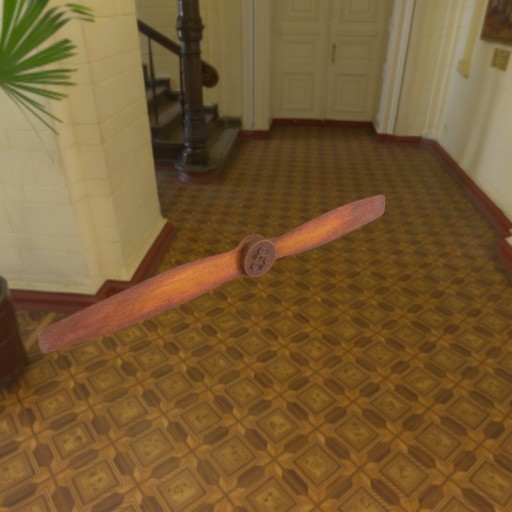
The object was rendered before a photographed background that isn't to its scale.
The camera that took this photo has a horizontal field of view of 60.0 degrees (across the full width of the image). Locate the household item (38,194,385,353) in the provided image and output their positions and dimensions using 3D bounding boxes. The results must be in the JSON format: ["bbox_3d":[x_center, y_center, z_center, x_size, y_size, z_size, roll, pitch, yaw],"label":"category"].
[{"bbox_3d":[0.000,0.000,1.258,1.181,0.121,0.051,-22,37,-33],"label":"household item"}]
